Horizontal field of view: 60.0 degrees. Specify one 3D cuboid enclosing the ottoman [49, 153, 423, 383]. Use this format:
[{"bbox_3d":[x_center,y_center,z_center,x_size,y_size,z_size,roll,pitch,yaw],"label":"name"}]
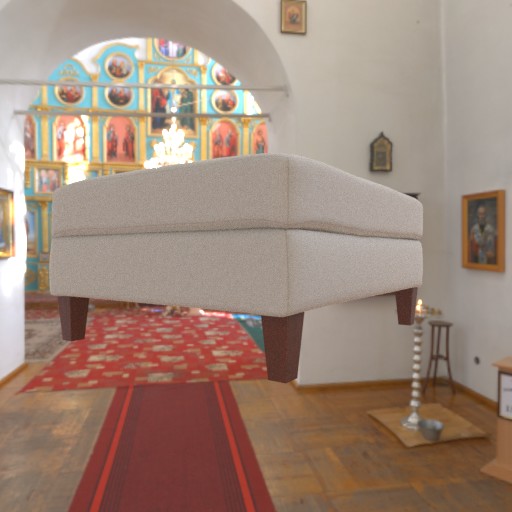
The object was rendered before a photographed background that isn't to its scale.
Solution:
[{"bbox_3d":[0.000,0.000,1.449,0.836,0.492,0.976,0,0,35],"label":"ottoman"}]
